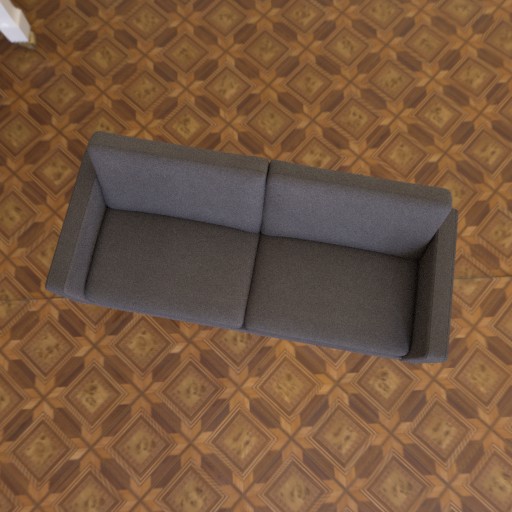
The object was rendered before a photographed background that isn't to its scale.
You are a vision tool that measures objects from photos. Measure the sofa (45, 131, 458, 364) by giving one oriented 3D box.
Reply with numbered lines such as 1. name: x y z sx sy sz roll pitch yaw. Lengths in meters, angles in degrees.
1. sofa: 0.000 0.000 2.311 1.925 0.828 0.774 10 76 2
